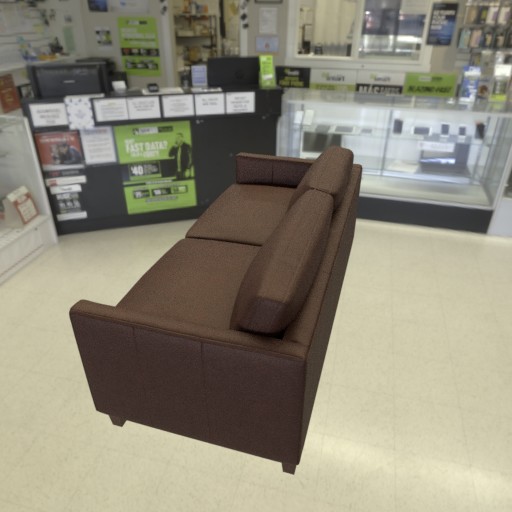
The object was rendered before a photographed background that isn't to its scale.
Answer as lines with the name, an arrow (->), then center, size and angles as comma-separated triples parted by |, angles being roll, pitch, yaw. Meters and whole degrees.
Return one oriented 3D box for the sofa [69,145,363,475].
sofa -> 0.000, 0.000, 2.426 | 0.923, 0.863, 1.971 | 9, 32, 14
